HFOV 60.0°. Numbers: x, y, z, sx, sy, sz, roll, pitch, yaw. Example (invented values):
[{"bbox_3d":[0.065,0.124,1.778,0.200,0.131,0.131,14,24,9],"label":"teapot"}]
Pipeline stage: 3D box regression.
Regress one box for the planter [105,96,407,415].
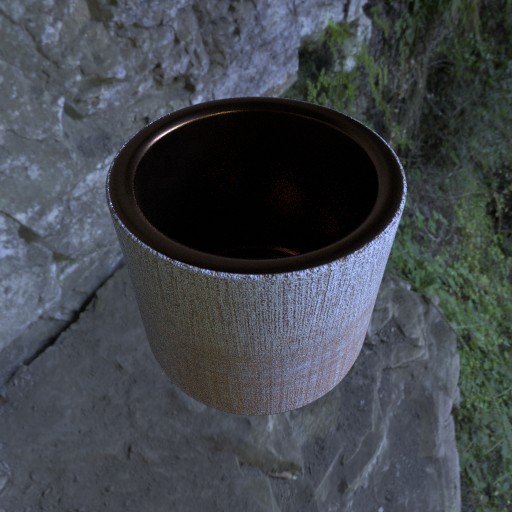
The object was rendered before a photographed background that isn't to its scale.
[{"bbox_3d":[0.000,0.000,0.195,0.109,0.096,0.109,0,47,0],"label":"planter"}]
